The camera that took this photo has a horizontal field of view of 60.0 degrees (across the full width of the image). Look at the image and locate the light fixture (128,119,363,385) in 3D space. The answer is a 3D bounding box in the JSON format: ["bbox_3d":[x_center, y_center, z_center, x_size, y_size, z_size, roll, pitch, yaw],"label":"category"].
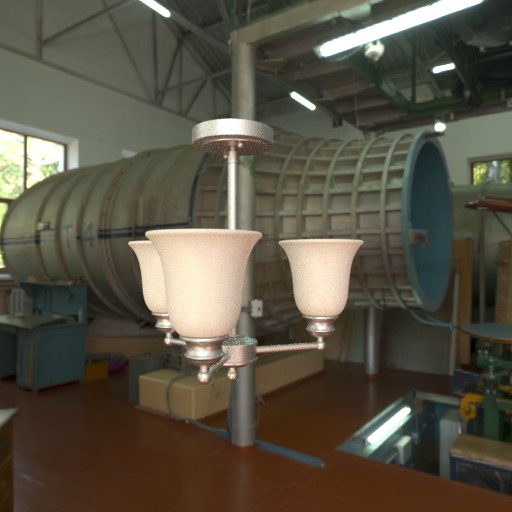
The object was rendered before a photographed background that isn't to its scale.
[{"bbox_3d":[0.000,0.000,0.671,0.354,0.370,0.388,0,-1,-20],"label":"light fixture"}]
